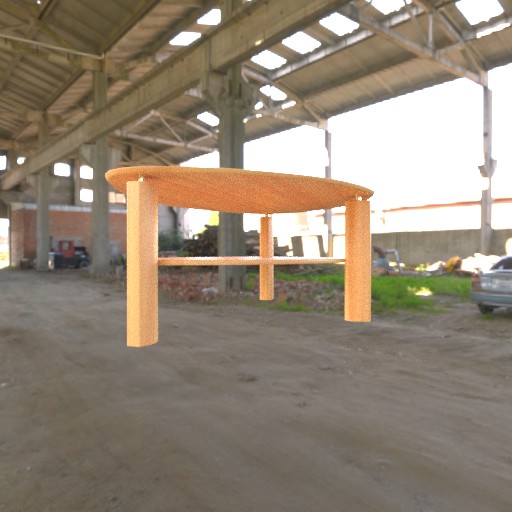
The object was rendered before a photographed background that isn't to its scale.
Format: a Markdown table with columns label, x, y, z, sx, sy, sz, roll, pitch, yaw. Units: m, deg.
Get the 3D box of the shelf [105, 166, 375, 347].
| label | x | y | z | sx | sy | sz | roll | pitch | yaw |
| --- | --- | --- | --- | --- | --- | --- | --- | --- | --- |
| shelf | 0.000 | 0.000 | 1.627 | 0.845 | 0.440 | 1.246 | 0 | 0 | 18 |
